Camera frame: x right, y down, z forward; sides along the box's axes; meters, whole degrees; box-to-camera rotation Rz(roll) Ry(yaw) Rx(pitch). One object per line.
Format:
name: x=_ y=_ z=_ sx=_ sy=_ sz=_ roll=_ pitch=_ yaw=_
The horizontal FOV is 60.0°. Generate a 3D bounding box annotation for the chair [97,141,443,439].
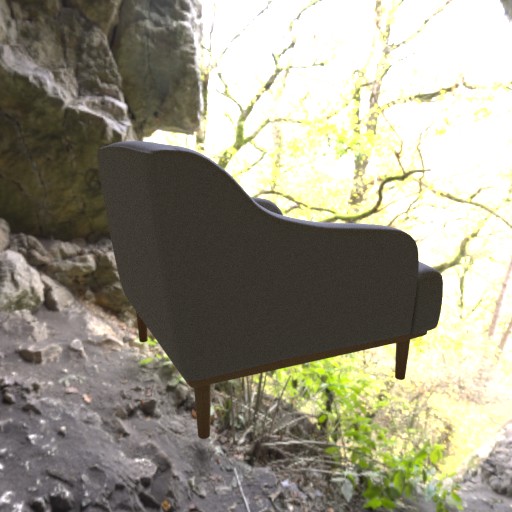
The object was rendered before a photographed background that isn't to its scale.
chair: x=0.000 y=0.000 z=1.633 sx=0.951 sy=0.818 sz=0.946 roll=-7 pitch=16 yaw=-27
